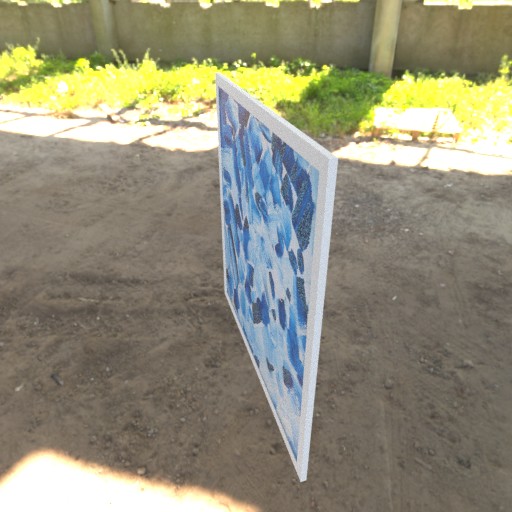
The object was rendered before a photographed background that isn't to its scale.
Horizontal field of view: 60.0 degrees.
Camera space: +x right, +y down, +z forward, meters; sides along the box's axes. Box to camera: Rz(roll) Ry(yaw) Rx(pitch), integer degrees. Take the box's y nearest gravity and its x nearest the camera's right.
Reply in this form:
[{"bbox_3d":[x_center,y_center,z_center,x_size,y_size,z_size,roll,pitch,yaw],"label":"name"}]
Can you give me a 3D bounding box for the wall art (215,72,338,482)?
[{"bbox_3d":[0.000,0.000,1.204,0.015,0.812,0.812,-9,32,-14],"label":"wall art"}]
